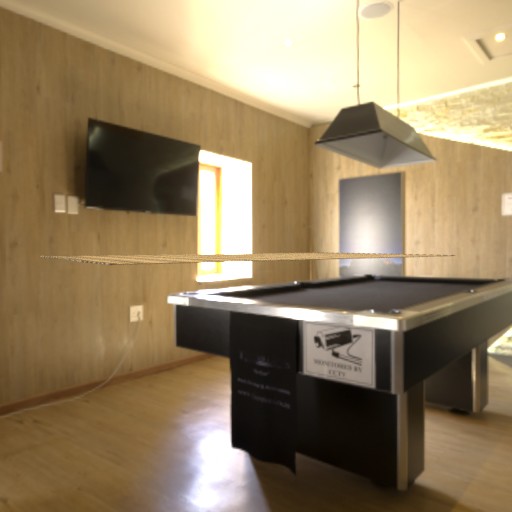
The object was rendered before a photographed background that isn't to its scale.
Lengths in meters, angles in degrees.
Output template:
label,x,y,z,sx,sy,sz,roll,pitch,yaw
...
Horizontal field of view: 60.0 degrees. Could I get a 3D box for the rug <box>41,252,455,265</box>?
label,x,y,z,sx,sy,sz,roll,pitch,yaw
rug,0.000,0.000,2.552,2.084,0.009,1.222,-1,2,-35
